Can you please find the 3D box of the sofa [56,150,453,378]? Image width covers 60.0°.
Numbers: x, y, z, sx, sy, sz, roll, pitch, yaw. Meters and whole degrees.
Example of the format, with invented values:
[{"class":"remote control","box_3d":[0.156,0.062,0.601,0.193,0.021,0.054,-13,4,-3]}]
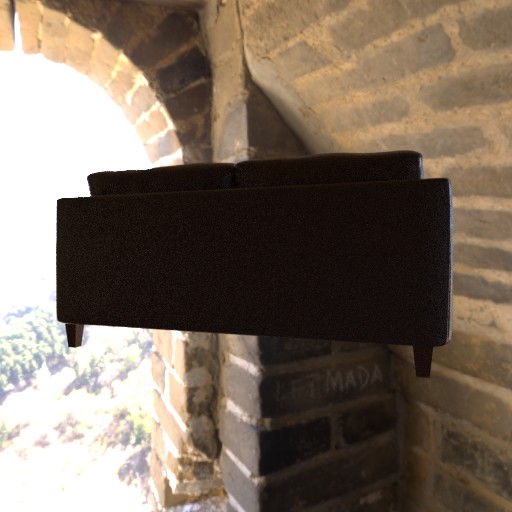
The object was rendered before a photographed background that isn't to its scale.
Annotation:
[{"class":"sofa","box_3d":[0.000,0.000,2.392,1.883,0.933,0.951,0,0,19]}]
